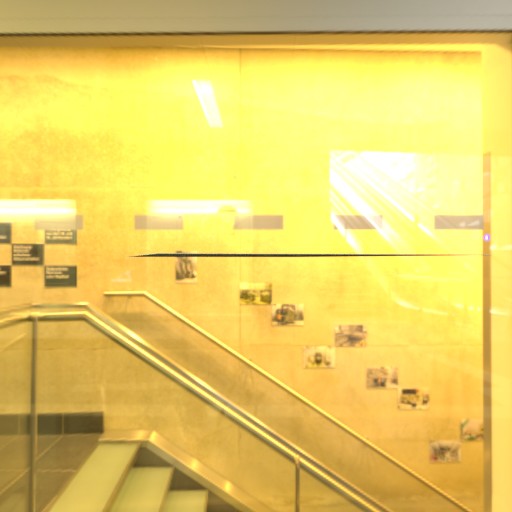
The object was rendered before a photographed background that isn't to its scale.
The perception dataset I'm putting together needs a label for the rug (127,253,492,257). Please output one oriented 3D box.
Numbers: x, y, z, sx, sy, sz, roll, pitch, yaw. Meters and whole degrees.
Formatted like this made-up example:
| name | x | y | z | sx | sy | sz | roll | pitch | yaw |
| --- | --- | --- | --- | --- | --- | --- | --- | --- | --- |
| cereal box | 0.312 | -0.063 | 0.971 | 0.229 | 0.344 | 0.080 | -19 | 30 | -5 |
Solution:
| name | x | y | z | sx | sy | sz | roll | pitch | yaw |
| --- | --- | --- | --- | --- | --- | --- | --- | --- | --- |
| rug | 0.000 | 0.000 | 2.293 | 1.206 | 0.003 | 1.835 | 0 | 0 | -19 |
